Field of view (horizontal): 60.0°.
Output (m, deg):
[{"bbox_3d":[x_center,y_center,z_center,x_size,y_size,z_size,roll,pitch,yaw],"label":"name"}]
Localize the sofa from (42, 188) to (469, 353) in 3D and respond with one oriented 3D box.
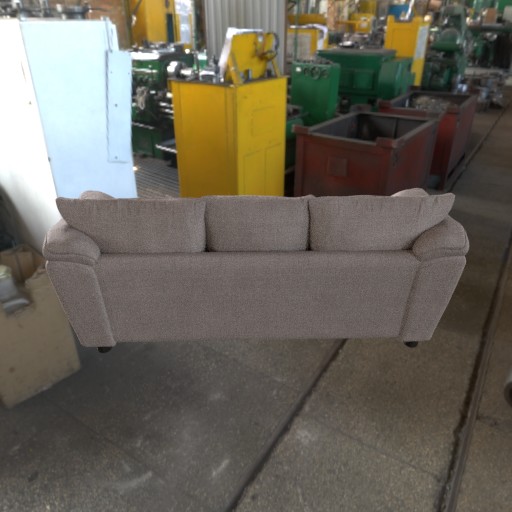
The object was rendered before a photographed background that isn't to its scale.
[{"bbox_3d":[0.000,0.000,2.800,2.334,0.996,0.878,-1,29,-1],"label":"sofa"}]
